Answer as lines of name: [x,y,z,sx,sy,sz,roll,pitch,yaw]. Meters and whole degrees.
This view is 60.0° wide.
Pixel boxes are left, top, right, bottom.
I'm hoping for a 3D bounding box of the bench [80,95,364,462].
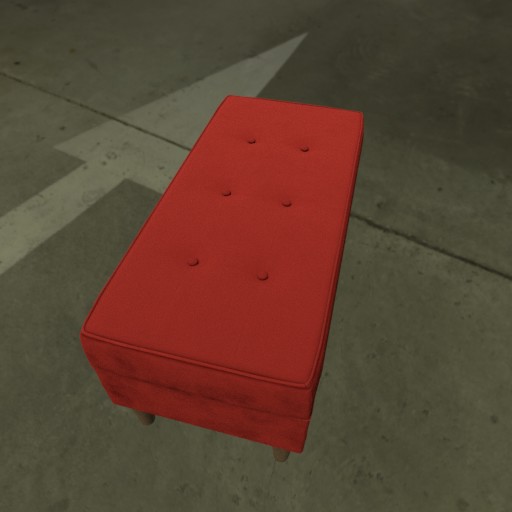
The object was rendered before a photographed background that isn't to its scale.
bench: [0.000,0.000,1.318,0.492,0.471,1.016,11,48,10]
